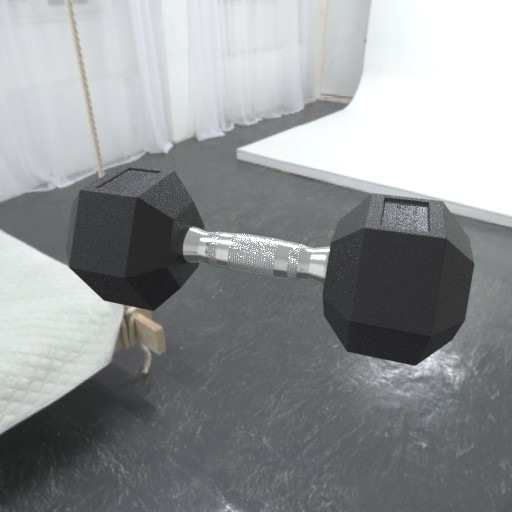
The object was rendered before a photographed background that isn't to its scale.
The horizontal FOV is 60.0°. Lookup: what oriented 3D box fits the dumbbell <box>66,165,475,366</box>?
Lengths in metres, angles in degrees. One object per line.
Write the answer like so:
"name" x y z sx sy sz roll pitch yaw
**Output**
"dumbbell" 0.000 0.000 0.414 0.356 0.123 0.141 9 32 15
